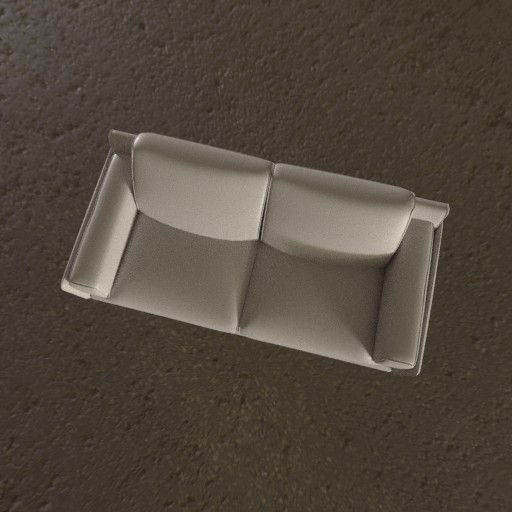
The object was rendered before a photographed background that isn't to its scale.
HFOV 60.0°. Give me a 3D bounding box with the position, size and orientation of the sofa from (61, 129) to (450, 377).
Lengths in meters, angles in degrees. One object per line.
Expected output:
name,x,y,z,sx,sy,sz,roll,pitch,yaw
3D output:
sofa,0.000,0.000,2.694,2.101,0.930,1.049,13,77,3
